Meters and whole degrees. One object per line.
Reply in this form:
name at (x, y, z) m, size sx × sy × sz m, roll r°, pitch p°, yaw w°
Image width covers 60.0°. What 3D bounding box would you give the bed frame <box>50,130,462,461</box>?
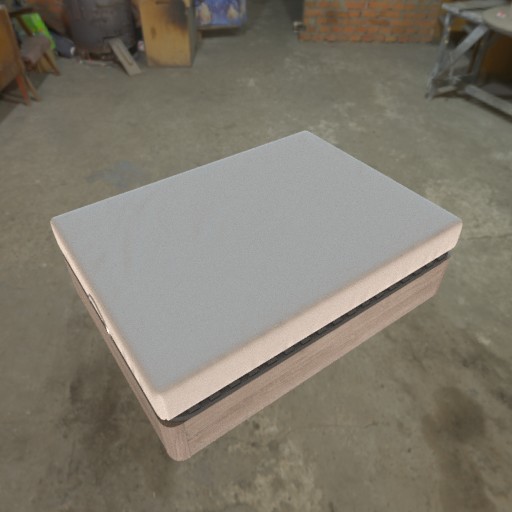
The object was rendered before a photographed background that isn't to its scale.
bed frame at (0.000, 0.000, 2.647) m, size 1.900 × 0.561 × 1.400 m, roll -25°, pitch 48°, yaw -26°
